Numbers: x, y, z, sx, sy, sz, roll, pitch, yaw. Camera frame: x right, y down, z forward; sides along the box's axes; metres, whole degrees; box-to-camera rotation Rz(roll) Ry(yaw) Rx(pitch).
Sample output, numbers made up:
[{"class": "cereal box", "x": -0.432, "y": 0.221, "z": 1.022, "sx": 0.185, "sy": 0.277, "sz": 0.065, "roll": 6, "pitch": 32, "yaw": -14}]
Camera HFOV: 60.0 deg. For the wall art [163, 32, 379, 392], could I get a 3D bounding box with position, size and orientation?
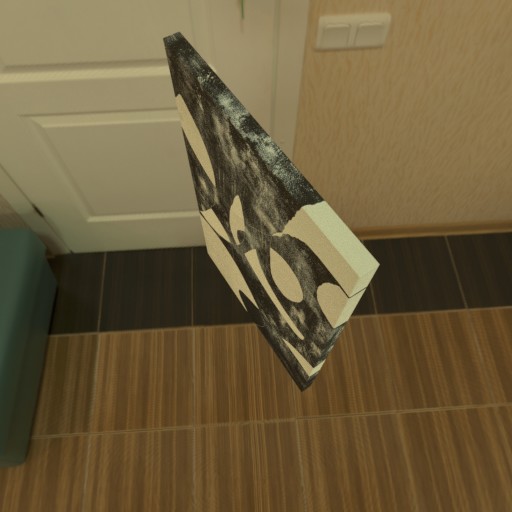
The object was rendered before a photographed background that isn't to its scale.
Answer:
[{"class": "wall art", "x": 0.000, "y": 0.000, "z": 1.162, "sx": 0.041, "sy": 0.915, "sz": 0.610, "roll": -30, "pitch": 67, "yaw": -14}]
